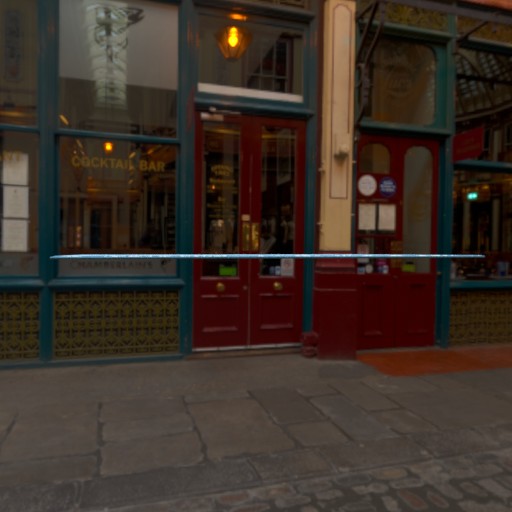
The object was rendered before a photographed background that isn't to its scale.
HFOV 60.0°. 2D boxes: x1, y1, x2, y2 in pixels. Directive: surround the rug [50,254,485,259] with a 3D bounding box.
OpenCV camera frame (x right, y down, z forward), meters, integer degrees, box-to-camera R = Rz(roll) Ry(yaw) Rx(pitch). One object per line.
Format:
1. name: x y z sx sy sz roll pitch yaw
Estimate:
1. rug: 0.000 0.000 2.345 1.833 0.012 1.211 0 0 -17
